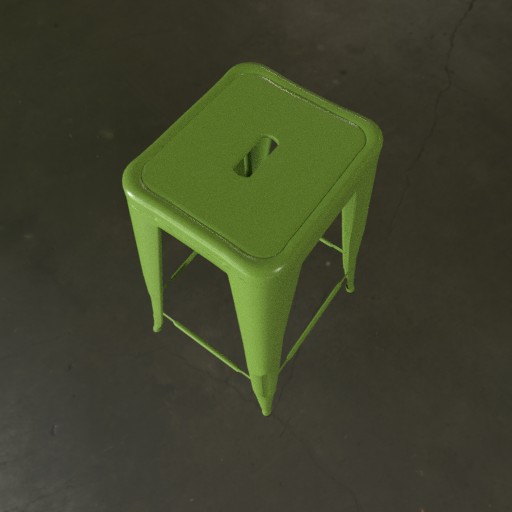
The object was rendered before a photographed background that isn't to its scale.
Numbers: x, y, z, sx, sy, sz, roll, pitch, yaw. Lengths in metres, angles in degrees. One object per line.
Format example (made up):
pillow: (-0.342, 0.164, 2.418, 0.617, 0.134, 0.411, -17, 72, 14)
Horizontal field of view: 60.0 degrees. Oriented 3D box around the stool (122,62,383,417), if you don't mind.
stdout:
stool: (0.000, 0.000, 0.858, 0.358, 0.609, 0.398, 33, 68, 15)
